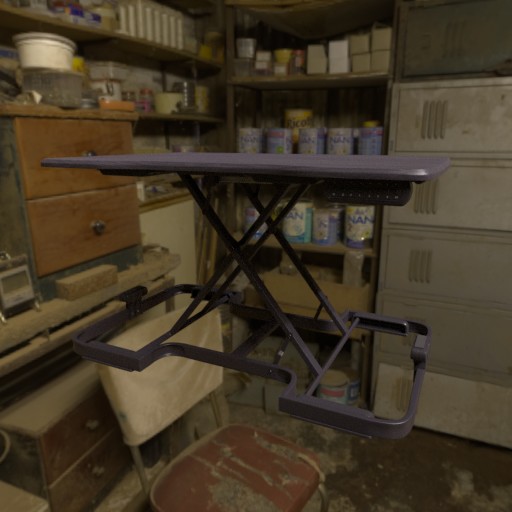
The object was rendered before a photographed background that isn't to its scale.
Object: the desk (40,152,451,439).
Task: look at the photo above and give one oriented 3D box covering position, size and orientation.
[{"bbox_3d":[0.000,0.000,1.081,0.820,0.470,0.546,7,16,25],"label":"desk"}]
